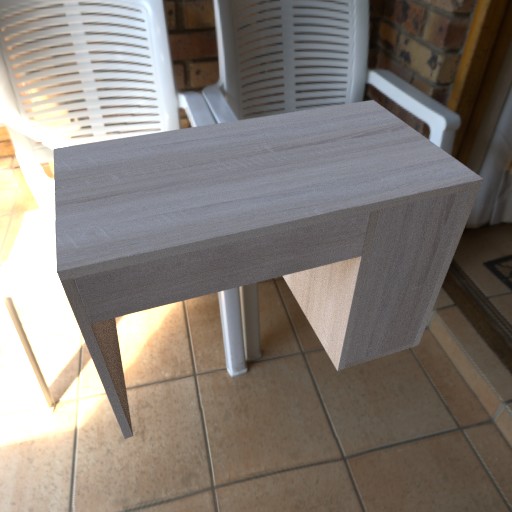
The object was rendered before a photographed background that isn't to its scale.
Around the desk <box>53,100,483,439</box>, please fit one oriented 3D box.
[{"bbox_3d":[0.000,0.000,1.519,1.100,0.731,0.600,-13,43,-15],"label":"desk"}]
